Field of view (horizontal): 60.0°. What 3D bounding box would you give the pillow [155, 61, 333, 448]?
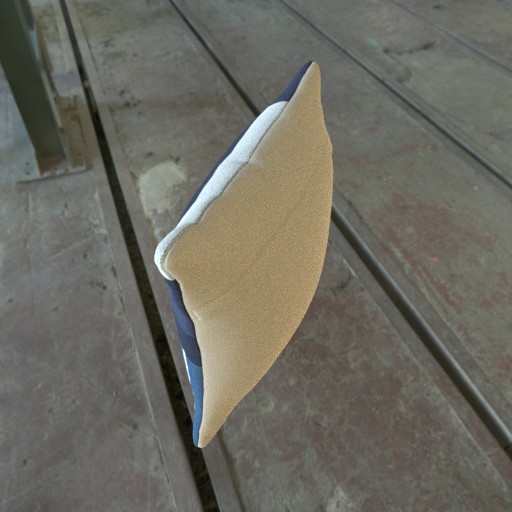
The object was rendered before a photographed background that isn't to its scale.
[{"bbox_3d":[0.000,0.000,0.785,0.229,0.506,0.536,17,50,15],"label":"pillow"}]
